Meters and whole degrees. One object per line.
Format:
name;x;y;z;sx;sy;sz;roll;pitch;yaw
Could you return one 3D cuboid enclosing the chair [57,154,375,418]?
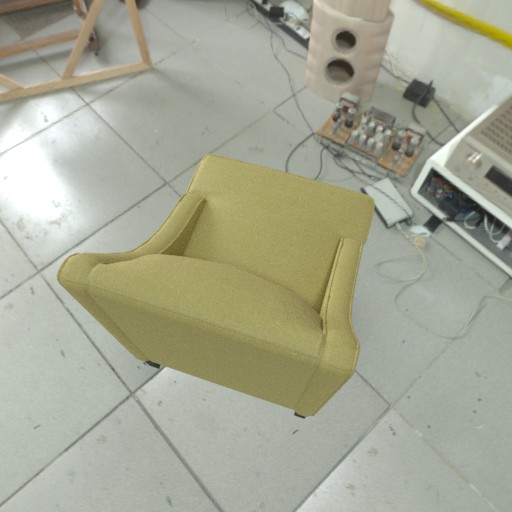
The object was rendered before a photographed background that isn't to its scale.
chair;0.000;0.000;1.486;0.696;0.896;0.814;16;65;8
